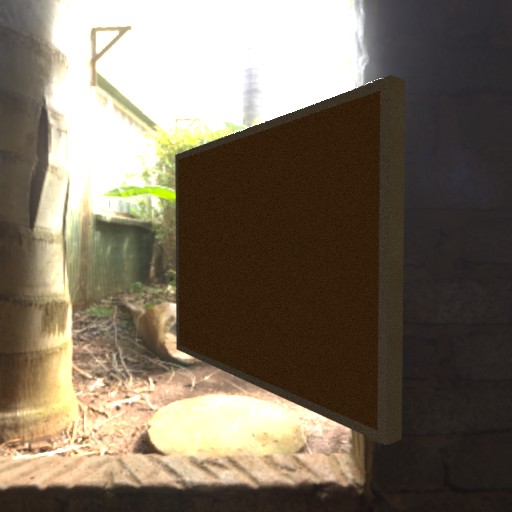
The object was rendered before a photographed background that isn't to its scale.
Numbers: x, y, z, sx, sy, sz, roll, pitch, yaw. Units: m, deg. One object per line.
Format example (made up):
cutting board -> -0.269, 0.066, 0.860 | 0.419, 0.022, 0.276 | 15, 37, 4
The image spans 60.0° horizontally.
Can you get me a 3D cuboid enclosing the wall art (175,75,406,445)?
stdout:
wall art -> 0.000, 0.000, 1.379 | 0.053, 0.787, 1.041 | -1, 2, -35
